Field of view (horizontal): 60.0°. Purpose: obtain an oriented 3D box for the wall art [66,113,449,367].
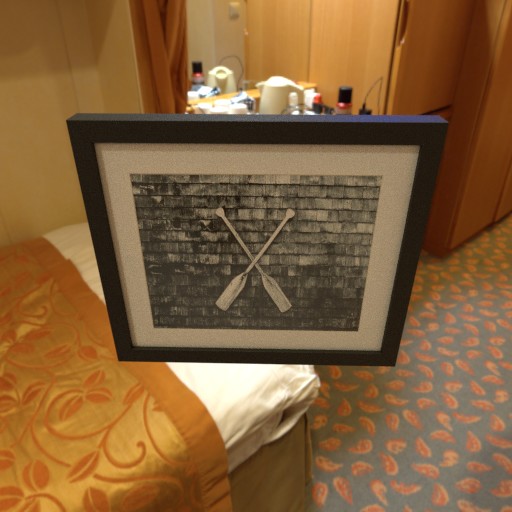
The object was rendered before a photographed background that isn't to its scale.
[{"bbox_3d":[0.000,0.000,0.538,0.381,0.330,0.029,1,31,1],"label":"wall art"}]
